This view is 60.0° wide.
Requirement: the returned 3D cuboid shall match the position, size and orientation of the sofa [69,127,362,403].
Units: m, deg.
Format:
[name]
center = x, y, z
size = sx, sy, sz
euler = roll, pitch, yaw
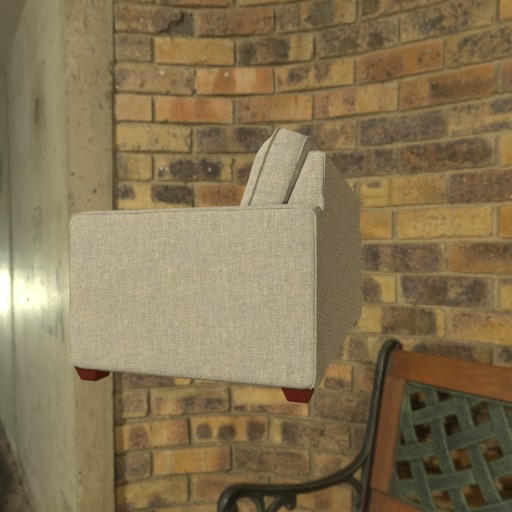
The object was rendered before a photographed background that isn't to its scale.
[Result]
[sofa]
center = 0.000, 0.000, 2.277
size = 0.945, 0.915, 1.706
euler = 0, 0, 18
